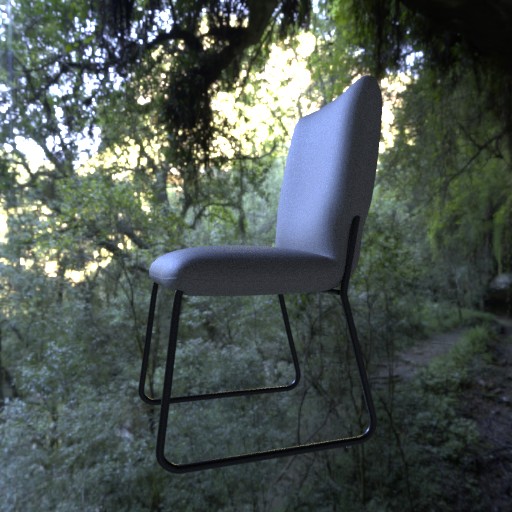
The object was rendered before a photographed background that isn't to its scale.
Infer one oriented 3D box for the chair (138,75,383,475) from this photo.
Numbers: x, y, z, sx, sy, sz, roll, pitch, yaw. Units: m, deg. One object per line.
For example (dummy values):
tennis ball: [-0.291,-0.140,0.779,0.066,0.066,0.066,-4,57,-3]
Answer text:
chair: [0.000,0.000,1.149,0.560,0.864,0.448,0,0,-19]
